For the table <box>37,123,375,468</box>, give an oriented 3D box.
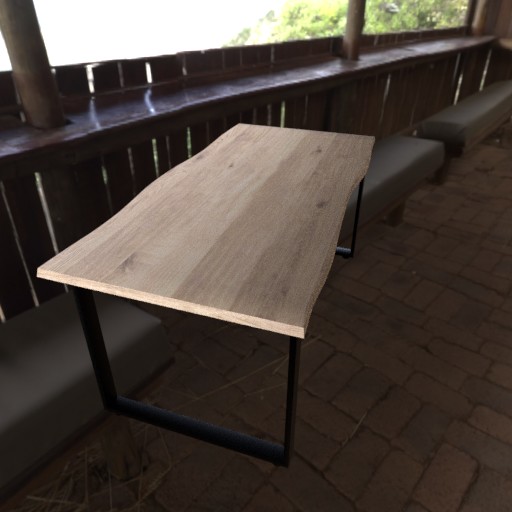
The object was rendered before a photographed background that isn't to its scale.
[{"bbox_3d":[0.000,0.000,2.212,0.900,0.780,1.800,10,33,16],"label":"table"}]
